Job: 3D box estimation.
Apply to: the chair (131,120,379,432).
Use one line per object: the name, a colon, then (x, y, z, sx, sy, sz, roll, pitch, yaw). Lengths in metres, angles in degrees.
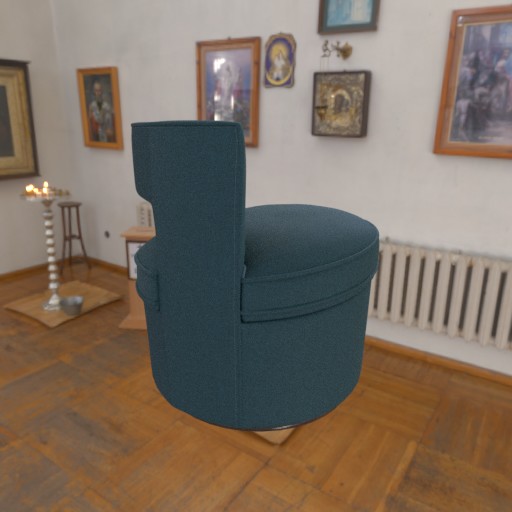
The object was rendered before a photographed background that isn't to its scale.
chair: (0.000, 0.000, 1.236, 0.660, 0.711, 0.684, -3, 16, -10)
